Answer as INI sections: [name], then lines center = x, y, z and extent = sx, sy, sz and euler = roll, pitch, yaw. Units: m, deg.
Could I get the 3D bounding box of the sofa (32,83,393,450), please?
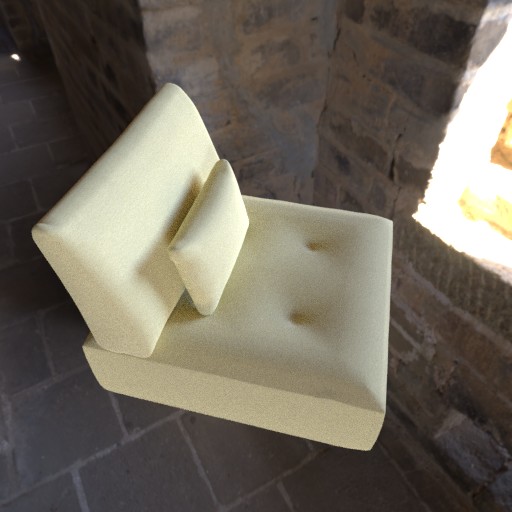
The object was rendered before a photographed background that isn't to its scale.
[sofa]
center = 0.000, 0.000, 1.609
extent = 1.000, 0.820, 0.930
euler = 10, 46, 10
